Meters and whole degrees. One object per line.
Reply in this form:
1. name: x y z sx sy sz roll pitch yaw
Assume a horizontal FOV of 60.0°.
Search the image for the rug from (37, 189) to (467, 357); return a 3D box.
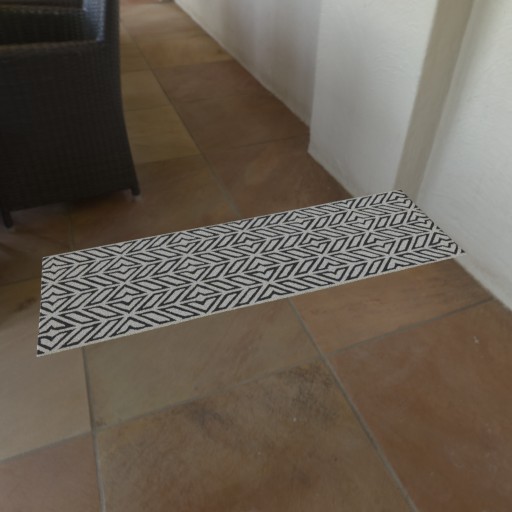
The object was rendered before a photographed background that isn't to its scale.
1. rug: 0.000 0.000 2.660 2.435 0.009 0.750 -12 43 -13
